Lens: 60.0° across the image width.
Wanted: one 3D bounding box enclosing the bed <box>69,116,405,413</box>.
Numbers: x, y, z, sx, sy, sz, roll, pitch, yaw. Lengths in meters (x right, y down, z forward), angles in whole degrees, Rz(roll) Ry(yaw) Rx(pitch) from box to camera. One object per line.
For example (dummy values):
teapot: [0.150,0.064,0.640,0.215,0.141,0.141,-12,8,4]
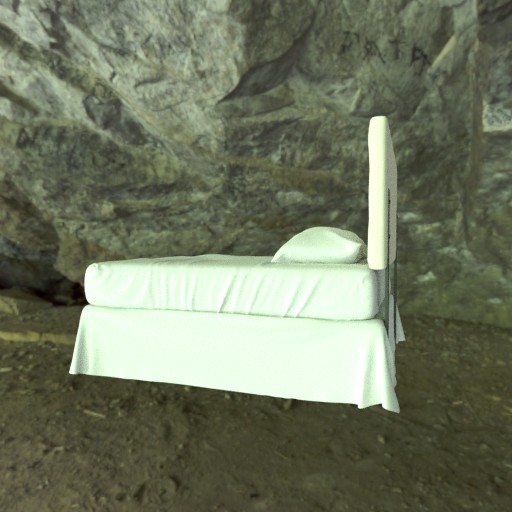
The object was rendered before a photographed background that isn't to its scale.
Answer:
bed: [0.000,0.000,3.490,2.222,1.577,1.936,1,2,19]
